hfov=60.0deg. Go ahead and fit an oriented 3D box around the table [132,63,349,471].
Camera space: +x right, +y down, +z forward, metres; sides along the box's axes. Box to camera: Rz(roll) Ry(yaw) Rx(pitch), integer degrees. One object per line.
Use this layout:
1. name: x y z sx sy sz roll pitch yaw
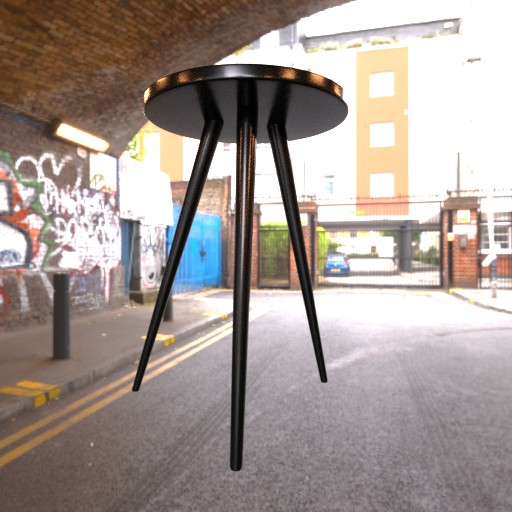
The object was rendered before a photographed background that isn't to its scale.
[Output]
1. table: 0.000 0.000 0.830 0.415 0.548 0.403 0 0 -37
